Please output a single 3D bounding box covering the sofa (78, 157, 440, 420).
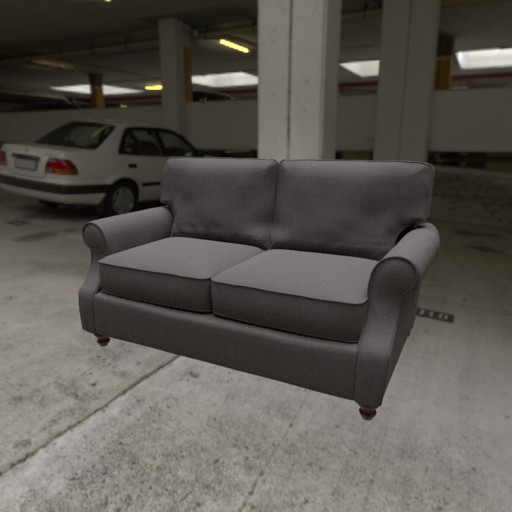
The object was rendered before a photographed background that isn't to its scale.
[{"bbox_3d":[0.000,0.000,2.219,1.665,0.937,0.964,7,16,26],"label":"sofa"}]
